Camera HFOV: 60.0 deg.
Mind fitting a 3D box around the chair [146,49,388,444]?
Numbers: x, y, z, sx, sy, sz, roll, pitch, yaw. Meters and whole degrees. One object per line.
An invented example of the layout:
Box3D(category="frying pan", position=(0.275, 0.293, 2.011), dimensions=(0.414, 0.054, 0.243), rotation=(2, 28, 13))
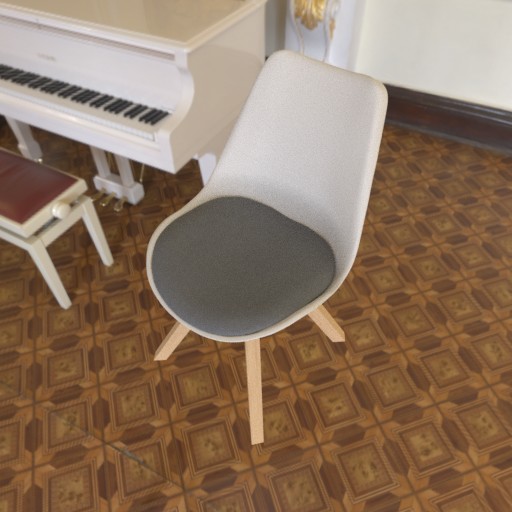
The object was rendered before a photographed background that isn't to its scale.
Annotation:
Box3D(category="chair", position=(0.000, 0.000, 1.168), dimensions=(0.485, 0.850, 0.550), rotation=(31, 55, 26))
